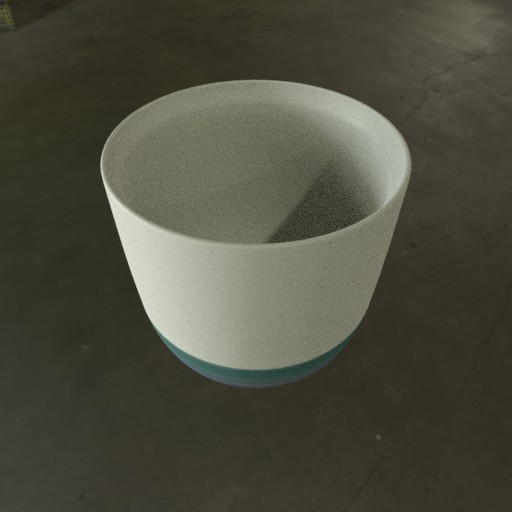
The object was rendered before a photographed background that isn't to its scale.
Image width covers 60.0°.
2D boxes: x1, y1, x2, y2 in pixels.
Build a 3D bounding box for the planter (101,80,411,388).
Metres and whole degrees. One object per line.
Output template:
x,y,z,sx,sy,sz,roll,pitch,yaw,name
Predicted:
0.000,0.000,0.373,0.204,0.214,0.204,0,45,0,planter
